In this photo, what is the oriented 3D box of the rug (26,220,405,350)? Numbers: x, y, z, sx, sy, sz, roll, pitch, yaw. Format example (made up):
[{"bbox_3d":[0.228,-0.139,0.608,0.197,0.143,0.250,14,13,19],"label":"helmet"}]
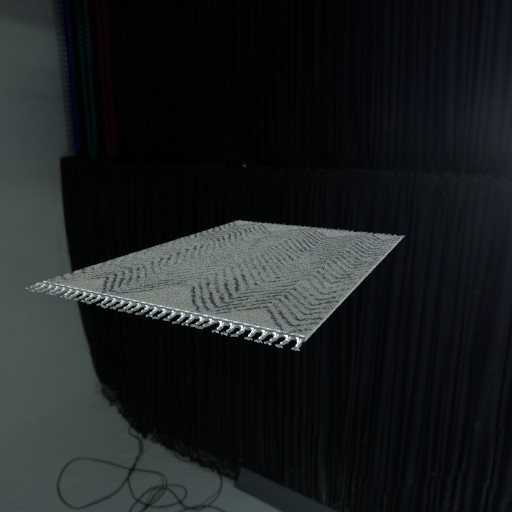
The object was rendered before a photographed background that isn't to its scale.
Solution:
[{"bbox_3d":[0.000,0.000,2.354,1.230,0.014,1.847,7,16,27],"label":"rug"}]
